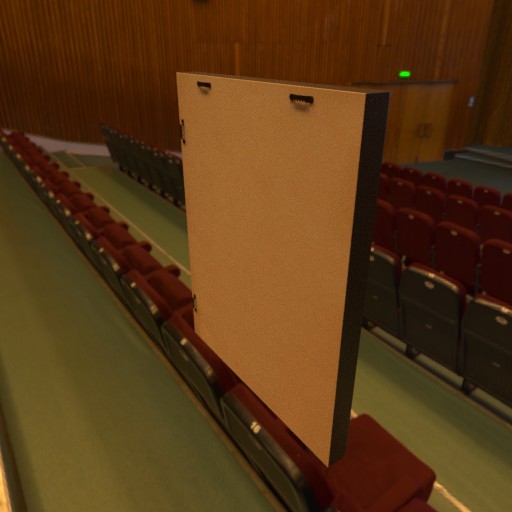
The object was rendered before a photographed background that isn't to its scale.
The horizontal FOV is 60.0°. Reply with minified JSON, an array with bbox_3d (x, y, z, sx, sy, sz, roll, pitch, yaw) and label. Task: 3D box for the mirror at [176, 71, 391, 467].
[{"bbox_3d":[0.000,0.000,0.685,0.041,0.508,0.405,-17,30,-31],"label":"mirror"}]
